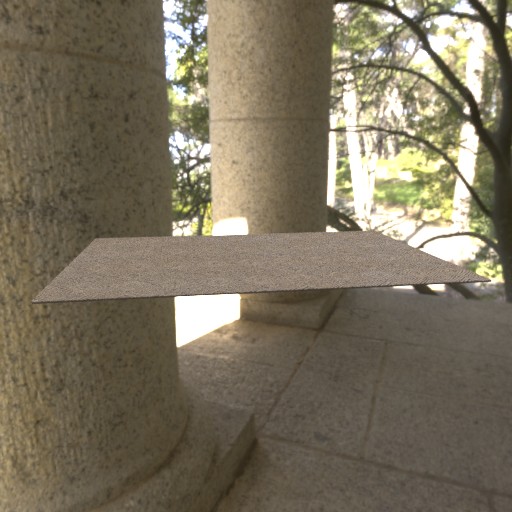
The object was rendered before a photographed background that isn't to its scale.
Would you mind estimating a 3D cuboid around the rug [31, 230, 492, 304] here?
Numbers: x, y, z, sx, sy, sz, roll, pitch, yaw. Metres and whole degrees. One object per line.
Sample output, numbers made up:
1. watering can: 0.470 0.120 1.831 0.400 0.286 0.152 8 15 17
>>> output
1. rug: 0.000 0.000 2.252 1.783 0.008 1.175 -2 13 -9
